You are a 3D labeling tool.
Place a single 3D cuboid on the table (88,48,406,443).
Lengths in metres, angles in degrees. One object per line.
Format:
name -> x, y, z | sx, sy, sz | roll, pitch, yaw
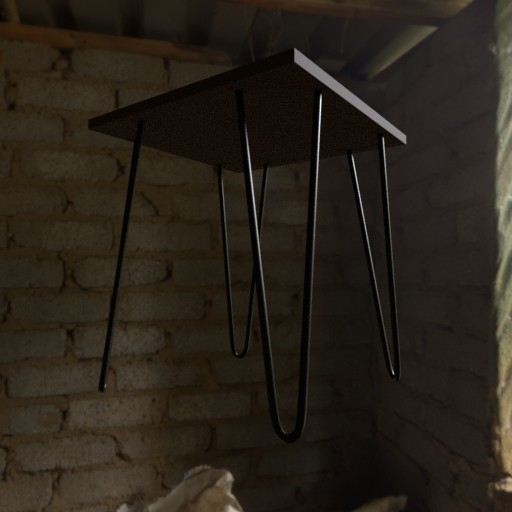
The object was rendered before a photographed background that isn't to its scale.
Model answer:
table -> 0.000, 0.000, 0.957 | 0.495, 0.559, 0.495 | -2, -3, 36
